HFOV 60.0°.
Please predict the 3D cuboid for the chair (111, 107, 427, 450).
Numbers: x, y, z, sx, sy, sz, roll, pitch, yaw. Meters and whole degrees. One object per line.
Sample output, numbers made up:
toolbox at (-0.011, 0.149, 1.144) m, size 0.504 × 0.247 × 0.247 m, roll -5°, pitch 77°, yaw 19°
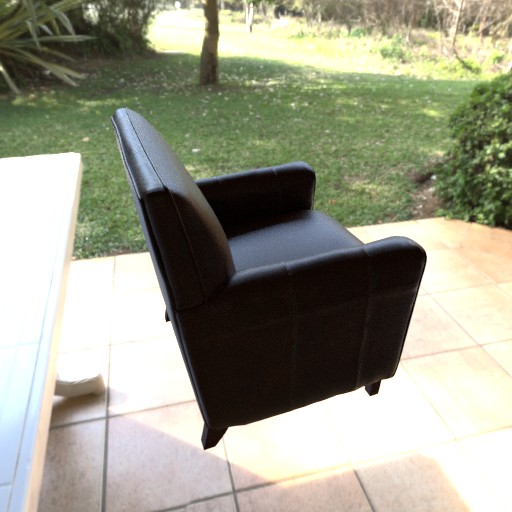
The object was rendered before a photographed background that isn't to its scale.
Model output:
chair at (0.000, 0.000, 1.609) m, size 0.823 × 0.943 × 0.870 m, roll -11°, pitch 33°, yaw -17°
